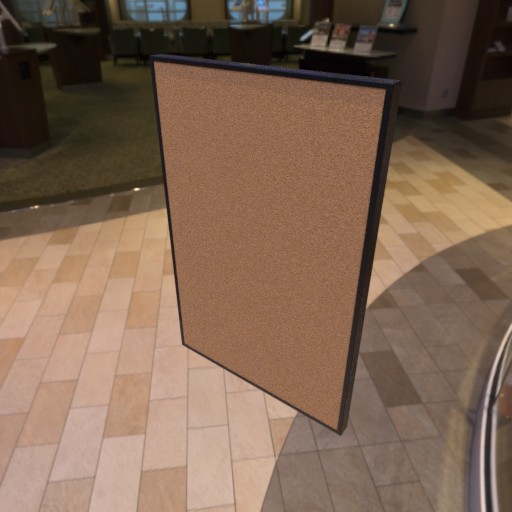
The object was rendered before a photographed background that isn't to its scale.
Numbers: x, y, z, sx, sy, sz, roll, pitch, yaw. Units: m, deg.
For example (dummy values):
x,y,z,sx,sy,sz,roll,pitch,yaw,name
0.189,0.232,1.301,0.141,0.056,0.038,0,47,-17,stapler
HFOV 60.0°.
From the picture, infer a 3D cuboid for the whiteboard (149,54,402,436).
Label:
x,y,z,sx,sy,sz,roll,pitch,yaw,name
0.000,0.000,0.766,0.406,0.611,0.026,21,37,31,whiteboard
